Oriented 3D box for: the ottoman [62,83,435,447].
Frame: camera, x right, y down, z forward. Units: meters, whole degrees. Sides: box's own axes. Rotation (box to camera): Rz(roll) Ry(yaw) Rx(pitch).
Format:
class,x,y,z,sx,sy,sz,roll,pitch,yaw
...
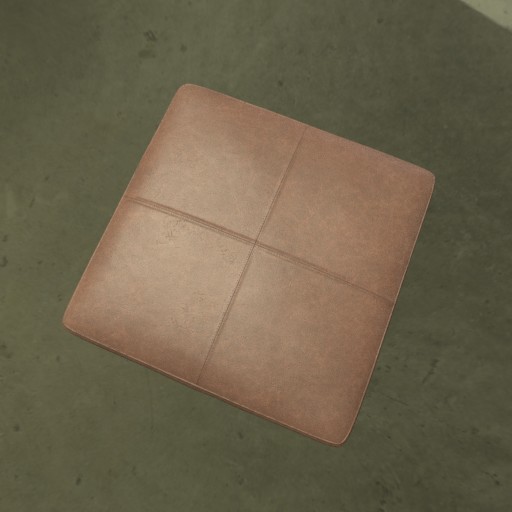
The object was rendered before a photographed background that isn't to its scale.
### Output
class,x,y,z,sx,sy,sz,roll,pitch,yaw
ottoman,0.000,0.000,1.879,1.168,0.490,1.168,22,77,5
